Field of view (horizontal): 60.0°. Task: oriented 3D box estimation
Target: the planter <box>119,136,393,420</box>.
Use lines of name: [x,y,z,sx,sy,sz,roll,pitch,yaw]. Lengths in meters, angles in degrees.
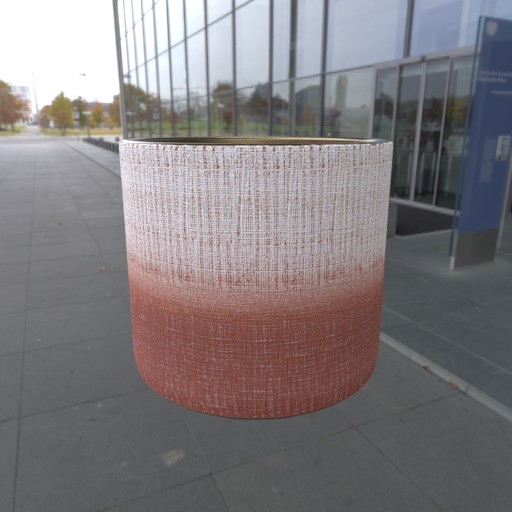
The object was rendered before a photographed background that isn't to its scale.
planter: [0.000,0.000,0.392,0.221,0.201,0.221,0,16,0]
